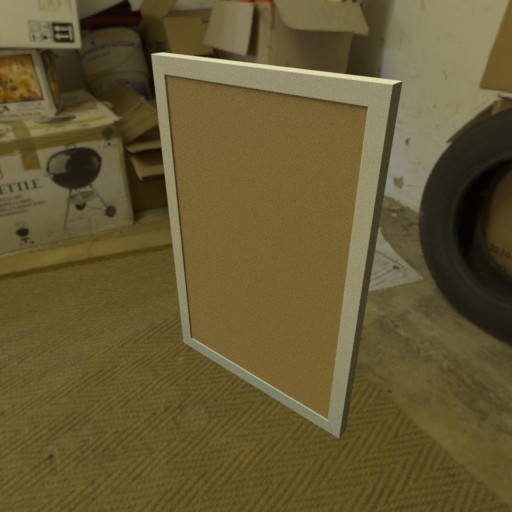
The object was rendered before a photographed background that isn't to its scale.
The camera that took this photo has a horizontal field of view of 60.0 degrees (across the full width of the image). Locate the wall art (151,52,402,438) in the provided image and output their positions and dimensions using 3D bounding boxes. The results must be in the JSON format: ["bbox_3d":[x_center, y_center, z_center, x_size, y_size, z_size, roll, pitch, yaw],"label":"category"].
[{"bbox_3d":[0.000,0.000,1.146,0.612,0.915,0.039,23,38,32],"label":"wall art"}]
